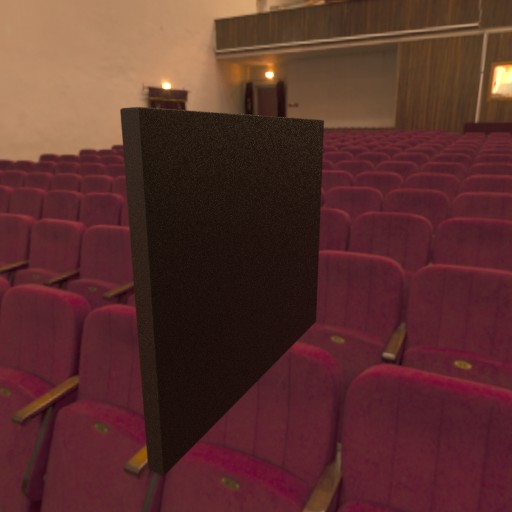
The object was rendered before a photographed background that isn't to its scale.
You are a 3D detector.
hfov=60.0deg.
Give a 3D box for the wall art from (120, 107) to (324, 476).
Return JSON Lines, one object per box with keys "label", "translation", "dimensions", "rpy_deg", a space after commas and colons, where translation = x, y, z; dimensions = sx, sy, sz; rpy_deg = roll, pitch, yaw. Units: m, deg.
{"label": "wall art", "translation": [0.000, 0.000, 0.757], "dimensions": [0.031, 0.457, 0.558], "rpy_deg": [8, 18, 27]}
